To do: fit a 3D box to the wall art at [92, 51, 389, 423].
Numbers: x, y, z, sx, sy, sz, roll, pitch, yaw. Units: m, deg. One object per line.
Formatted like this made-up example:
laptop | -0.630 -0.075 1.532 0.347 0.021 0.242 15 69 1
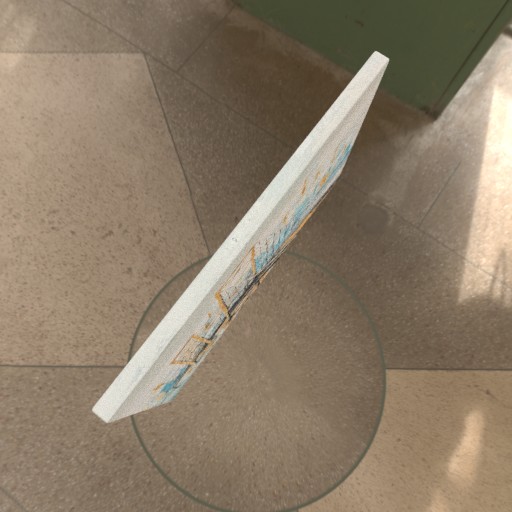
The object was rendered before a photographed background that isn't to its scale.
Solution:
wall art | 0.000 0.000 1.151 0.038 0.609 0.913 36 78 9
